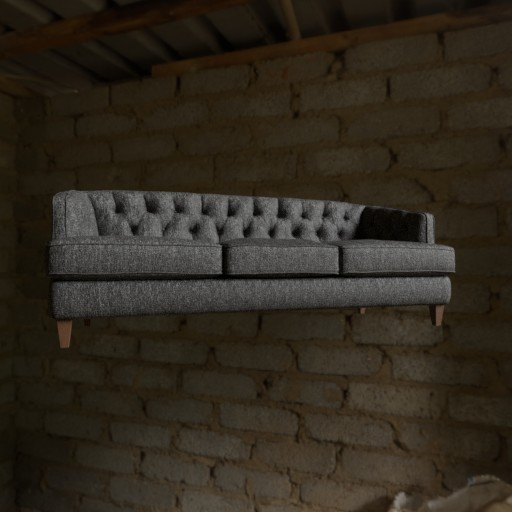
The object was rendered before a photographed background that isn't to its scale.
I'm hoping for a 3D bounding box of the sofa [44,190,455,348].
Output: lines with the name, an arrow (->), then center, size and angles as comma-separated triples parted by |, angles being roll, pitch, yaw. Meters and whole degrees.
sofa -> 0.000, 0.000, 2.716 | 2.278, 0.855, 0.941 | 0, -1, -19
